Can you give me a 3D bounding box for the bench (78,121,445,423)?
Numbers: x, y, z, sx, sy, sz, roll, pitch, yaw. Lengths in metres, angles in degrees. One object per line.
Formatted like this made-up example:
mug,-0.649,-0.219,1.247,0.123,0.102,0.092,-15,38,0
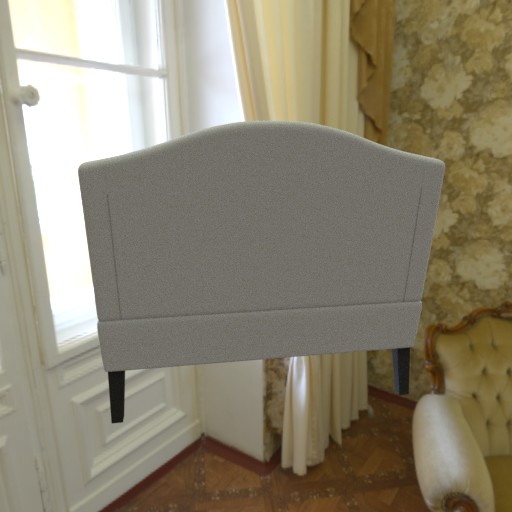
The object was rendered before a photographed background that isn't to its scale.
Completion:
bench,0.000,0.000,2.047,1.335,1.180,0.815,-3,16,-9
